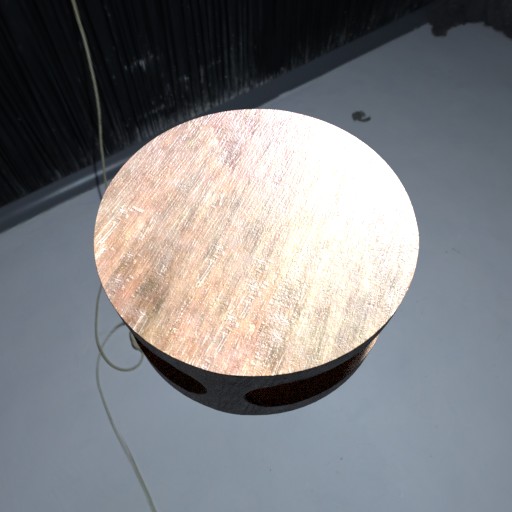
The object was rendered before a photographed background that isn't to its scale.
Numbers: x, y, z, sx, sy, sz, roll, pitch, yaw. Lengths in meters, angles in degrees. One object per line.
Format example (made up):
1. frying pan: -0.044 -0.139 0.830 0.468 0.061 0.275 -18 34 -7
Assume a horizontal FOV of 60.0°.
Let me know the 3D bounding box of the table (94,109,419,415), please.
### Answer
1. table: 0.000 0.000 1.543 0.974 0.450 0.974 0 59 0
